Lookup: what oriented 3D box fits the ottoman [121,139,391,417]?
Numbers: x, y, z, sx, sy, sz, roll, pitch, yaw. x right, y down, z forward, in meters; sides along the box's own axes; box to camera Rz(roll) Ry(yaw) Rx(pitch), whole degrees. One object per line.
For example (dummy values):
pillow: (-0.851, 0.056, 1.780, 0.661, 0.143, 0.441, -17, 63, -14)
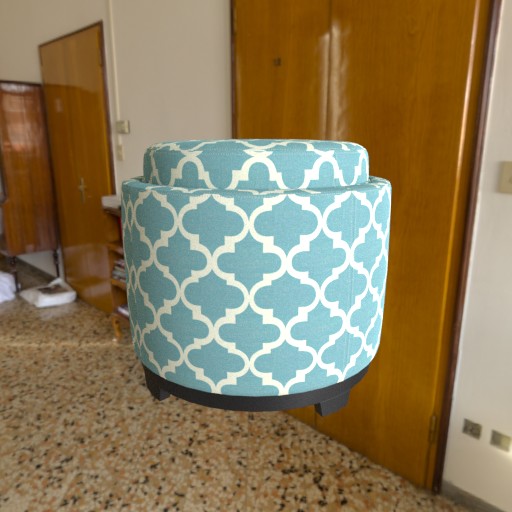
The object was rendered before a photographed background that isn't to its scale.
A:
ottoman: (0.000, 0.000, 0.842, 0.480, 0.429, 0.480, 0, 14, 0)
